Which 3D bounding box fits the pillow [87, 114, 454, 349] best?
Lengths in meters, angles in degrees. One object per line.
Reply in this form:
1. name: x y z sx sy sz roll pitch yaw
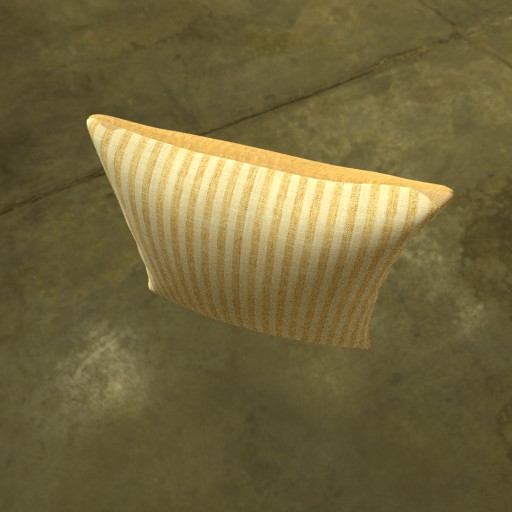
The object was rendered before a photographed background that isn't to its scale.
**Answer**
1. pillow: 0.000 0.000 0.644 0.419 0.407 0.173 14 58 9
